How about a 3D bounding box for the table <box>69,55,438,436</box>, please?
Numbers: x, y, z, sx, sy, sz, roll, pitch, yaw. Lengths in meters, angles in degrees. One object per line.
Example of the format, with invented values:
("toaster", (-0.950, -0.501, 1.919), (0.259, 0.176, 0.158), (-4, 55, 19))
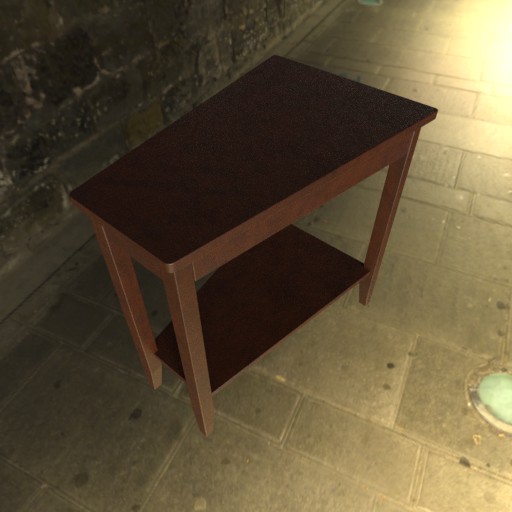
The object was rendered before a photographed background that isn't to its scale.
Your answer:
("table", (0.000, 0.000, 0.980), (0.399, 0.589, 0.605), (31, 54, 27))
